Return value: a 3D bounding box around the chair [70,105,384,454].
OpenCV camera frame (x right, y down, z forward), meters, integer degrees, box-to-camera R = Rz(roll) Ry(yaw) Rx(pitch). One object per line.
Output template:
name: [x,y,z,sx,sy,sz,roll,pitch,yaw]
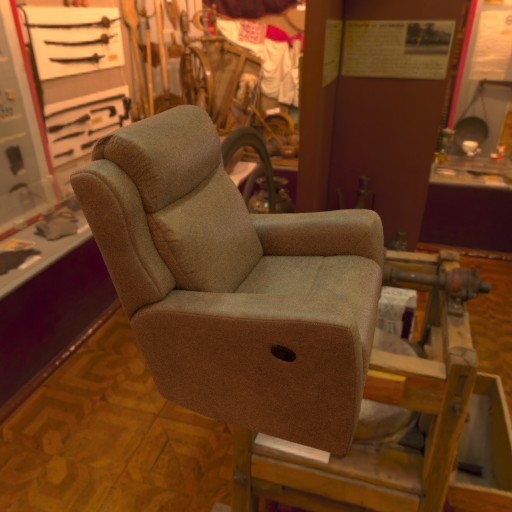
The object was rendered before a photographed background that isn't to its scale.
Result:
chair: [0.000,0.000,1.905,1.068,1.116,0.965,9,30,17]
